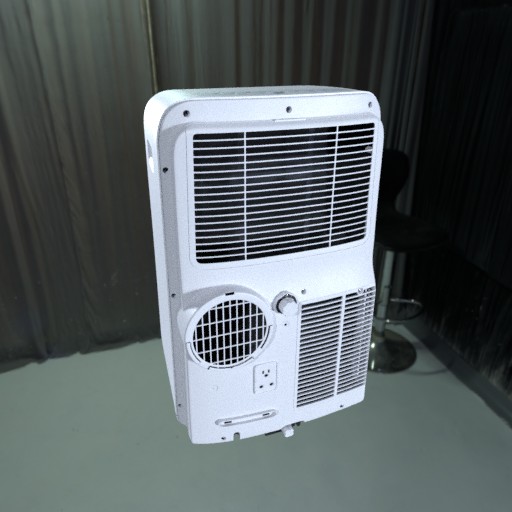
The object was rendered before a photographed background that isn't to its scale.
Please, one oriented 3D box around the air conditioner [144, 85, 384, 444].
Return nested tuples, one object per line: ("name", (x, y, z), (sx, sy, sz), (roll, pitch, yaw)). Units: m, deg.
("air conditioner", (0.000, 0.000, 1.067), (0.478, 0.765, 0.467), (-9, 27, -17))
